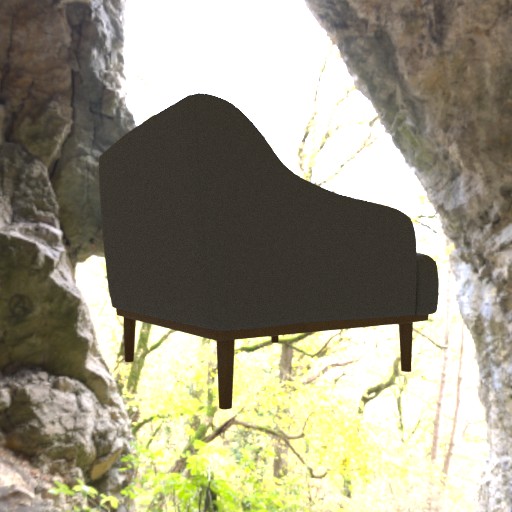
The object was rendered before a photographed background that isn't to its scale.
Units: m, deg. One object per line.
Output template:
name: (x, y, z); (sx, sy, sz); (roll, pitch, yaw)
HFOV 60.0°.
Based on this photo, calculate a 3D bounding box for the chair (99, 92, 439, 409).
chair: (0.000, 0.000, 1.658); (0.951, 0.818, 0.946); (1, -2, -36)
